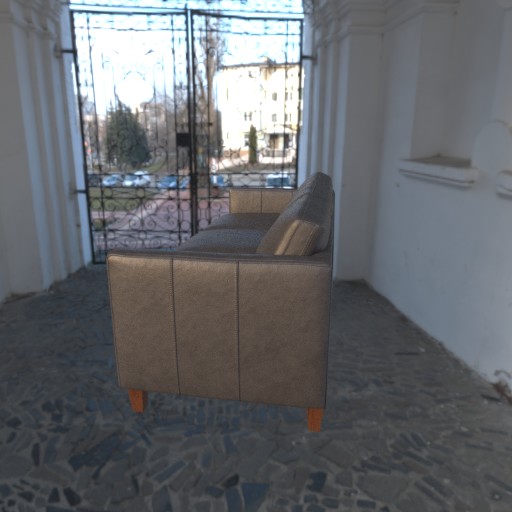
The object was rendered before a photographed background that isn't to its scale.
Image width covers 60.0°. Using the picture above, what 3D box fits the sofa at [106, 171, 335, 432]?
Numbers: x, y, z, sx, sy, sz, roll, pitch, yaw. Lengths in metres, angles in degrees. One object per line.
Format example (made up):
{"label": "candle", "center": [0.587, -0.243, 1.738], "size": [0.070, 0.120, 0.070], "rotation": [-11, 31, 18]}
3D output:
{"label": "sofa", "center": [0.000, 0.000, 3.069], "size": [1.045, 1.006, 2.464], "rotation": [3, 16, 10]}
